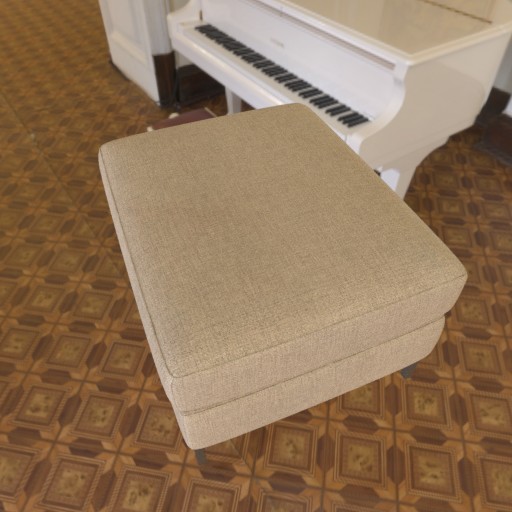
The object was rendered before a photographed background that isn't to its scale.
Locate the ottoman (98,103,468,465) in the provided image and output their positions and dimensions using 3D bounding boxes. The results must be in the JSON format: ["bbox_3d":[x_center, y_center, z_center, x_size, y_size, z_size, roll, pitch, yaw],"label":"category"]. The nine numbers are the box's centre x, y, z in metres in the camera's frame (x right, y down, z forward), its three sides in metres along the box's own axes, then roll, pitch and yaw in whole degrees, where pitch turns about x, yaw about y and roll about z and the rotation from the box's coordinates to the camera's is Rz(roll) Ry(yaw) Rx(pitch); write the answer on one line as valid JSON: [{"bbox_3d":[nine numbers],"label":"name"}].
[{"bbox_3d":[0.000,0.000,1.220,0.671,0.490,0.820,-17,49,-15],"label":"ottoman"}]
